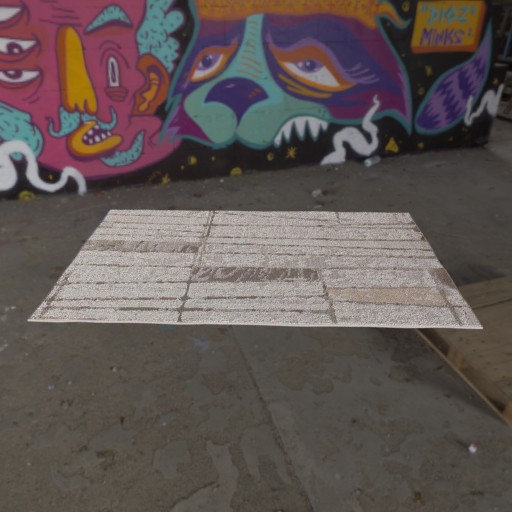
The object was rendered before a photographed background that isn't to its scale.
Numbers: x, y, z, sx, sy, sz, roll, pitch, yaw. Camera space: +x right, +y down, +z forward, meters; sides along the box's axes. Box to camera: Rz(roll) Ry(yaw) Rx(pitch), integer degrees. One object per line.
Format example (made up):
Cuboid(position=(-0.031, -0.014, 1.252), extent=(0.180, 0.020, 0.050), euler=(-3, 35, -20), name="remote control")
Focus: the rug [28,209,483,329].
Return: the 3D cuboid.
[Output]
Cuboid(position=(0.000, 0.000, 1.061), extent=(0.867, 0.007, 0.515), euler=(1, 30, 1), name="rug")
